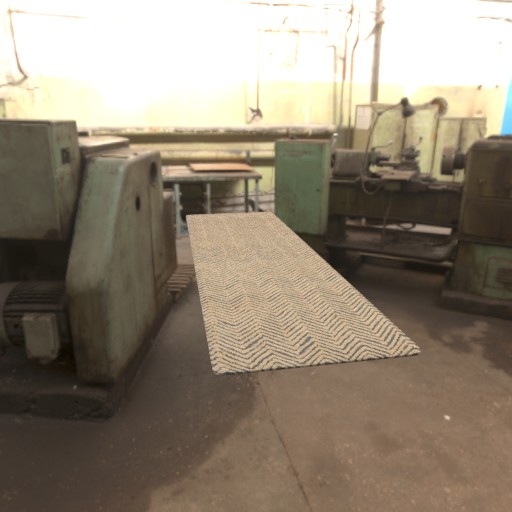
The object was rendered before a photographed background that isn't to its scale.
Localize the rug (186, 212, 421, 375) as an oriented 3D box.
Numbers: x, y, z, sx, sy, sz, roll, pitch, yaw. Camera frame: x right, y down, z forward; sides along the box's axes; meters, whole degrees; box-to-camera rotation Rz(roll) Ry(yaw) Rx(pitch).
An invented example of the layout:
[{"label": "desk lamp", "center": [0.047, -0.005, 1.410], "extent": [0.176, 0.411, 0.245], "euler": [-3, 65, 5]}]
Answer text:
[{"label": "rug", "center": [0.000, 0.000, 2.448], "extent": [0.686, 0.008, 2.286], "euler": [-3, 18, -10]}]
